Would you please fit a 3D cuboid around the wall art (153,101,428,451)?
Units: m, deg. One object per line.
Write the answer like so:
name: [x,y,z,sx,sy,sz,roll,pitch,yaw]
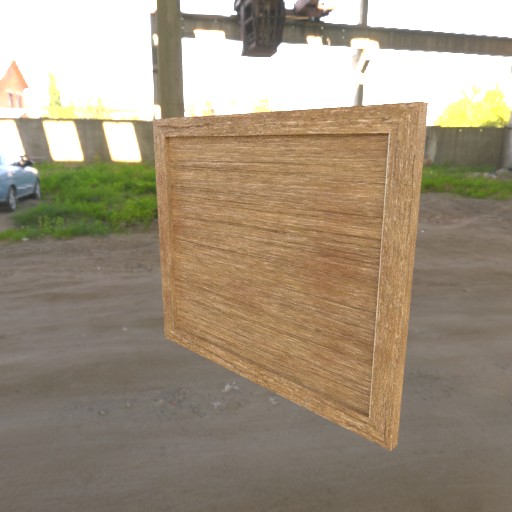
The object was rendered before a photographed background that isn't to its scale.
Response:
wall art: [0.000,0.000,0.955,0.690,0.588,0.026,13,19,42]
